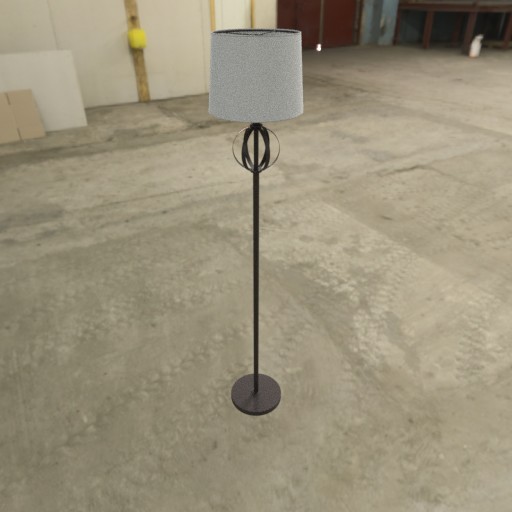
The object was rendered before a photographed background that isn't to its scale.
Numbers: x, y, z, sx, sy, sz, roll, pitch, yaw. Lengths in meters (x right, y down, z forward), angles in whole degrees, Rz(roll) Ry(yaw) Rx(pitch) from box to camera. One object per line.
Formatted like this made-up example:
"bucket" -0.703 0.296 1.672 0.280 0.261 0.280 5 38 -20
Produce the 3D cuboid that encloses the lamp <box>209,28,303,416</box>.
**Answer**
"lamp" 0.000 0.000 1.615 0.286 1.462 0.286 0 31 -1
